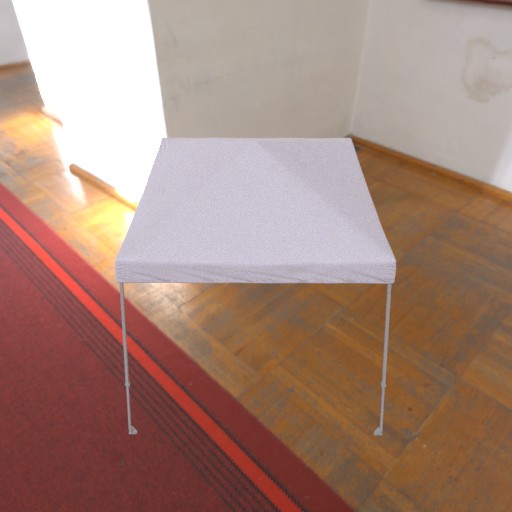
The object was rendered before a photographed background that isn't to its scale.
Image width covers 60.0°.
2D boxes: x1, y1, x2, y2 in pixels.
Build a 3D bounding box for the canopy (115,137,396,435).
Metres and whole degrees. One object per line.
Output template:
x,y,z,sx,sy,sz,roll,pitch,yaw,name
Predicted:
0.000,0.000,5.161,2.849,2.850,2.850,0,40,0,canopy
